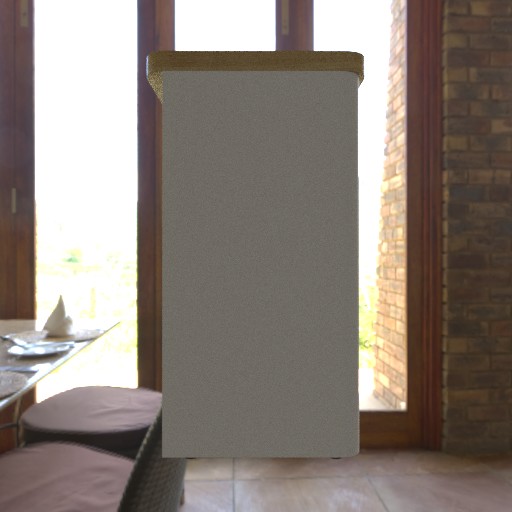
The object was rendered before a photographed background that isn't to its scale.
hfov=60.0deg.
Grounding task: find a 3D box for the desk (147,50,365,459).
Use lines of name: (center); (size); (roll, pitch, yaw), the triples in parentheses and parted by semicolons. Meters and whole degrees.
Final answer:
desk: (0.000, 0.000, 1.232); (0.440, 0.790, 0.760); (0, 0, 0)
